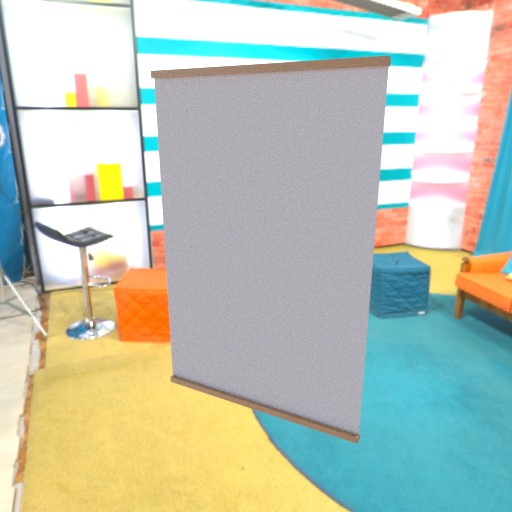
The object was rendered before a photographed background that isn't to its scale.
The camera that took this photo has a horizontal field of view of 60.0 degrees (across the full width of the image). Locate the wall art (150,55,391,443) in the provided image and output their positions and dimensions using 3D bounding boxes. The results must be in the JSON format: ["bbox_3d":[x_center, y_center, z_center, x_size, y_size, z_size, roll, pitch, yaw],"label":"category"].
[{"bbox_3d":[0.000,0.000,0.766,0.401,0.611,0.016,9,19,27],"label":"wall art"}]
